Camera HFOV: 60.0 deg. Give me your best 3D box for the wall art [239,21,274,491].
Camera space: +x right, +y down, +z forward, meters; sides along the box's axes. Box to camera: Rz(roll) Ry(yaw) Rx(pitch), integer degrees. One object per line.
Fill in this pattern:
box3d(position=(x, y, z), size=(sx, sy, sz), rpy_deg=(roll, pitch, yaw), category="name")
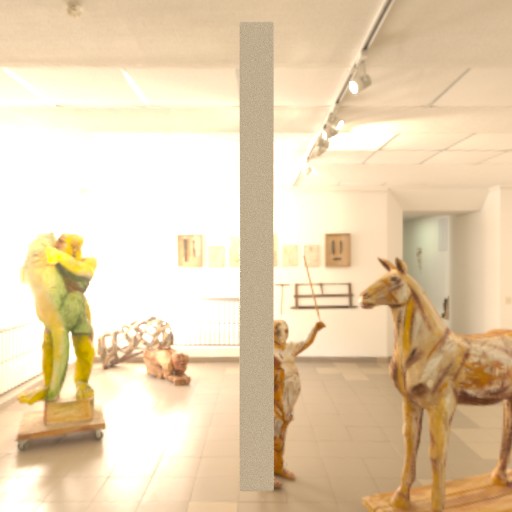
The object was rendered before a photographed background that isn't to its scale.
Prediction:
box3d(position=(0.000, 0.000, 0.523), size=(0.028, 0.381, 0.331), rpy_deg=(0, 0, 0), category="wall art")
